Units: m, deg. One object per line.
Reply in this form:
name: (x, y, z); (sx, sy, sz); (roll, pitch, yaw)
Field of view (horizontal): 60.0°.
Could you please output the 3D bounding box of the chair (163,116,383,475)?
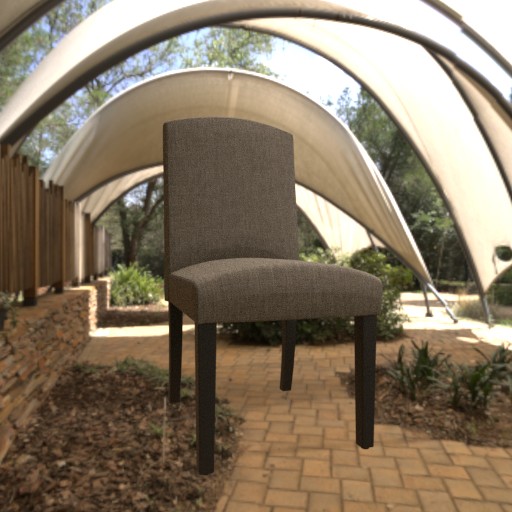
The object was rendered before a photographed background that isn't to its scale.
chair: (0.000, 0.000, 1.228); (0.451, 0.917, 0.580); (0, 0, -19)
